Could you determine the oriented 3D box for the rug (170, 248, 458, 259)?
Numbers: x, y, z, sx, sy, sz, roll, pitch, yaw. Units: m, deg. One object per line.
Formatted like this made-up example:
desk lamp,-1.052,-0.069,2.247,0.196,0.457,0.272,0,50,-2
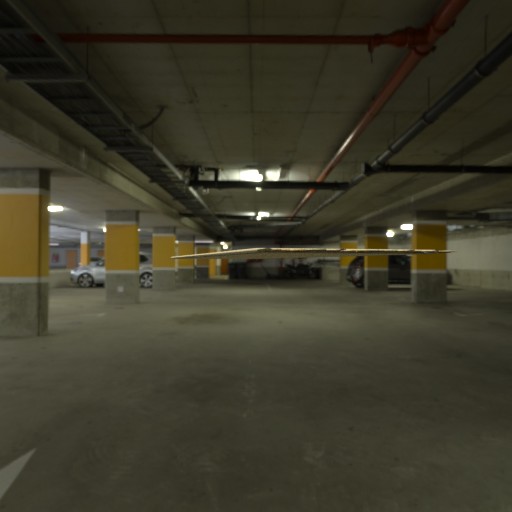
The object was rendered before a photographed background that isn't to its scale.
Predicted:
rug,0.000,0.000,2.609,0.729,0.021,2.438,0,-1,-18
